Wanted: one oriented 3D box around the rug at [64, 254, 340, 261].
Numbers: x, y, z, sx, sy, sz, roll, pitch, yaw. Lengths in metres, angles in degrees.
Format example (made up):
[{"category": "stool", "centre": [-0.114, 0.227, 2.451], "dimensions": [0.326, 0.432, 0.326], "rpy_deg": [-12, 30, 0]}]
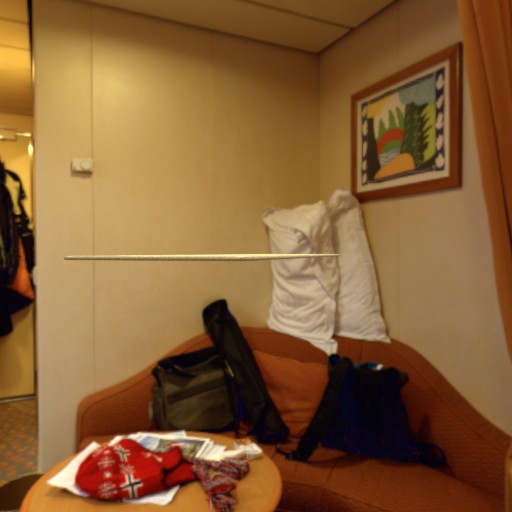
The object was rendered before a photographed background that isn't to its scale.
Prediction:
[{"category": "rug", "centre": [0.000, 0.000, 2.512], "dimensions": [0.678, 0.014, 2.276], "rpy_deg": [0, 0, 18]}]
